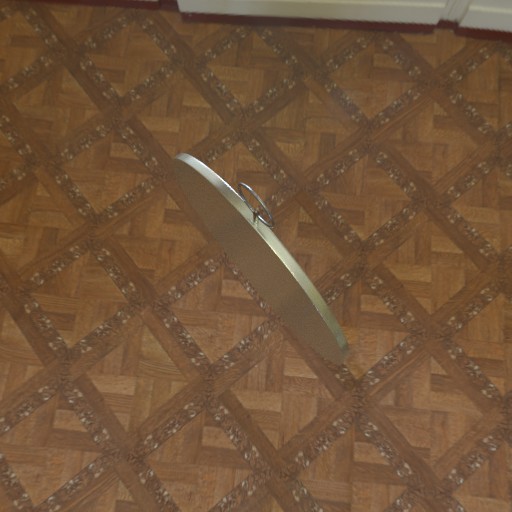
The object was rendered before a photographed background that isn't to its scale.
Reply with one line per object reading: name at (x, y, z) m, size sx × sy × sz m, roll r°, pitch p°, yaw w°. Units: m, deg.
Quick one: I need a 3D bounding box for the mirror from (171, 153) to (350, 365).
mirror at (0.000, 0.000, 0.977) m, size 0.020 × 0.713 × 0.594 m, roll -39°, pitch 79°, yaw -9°
